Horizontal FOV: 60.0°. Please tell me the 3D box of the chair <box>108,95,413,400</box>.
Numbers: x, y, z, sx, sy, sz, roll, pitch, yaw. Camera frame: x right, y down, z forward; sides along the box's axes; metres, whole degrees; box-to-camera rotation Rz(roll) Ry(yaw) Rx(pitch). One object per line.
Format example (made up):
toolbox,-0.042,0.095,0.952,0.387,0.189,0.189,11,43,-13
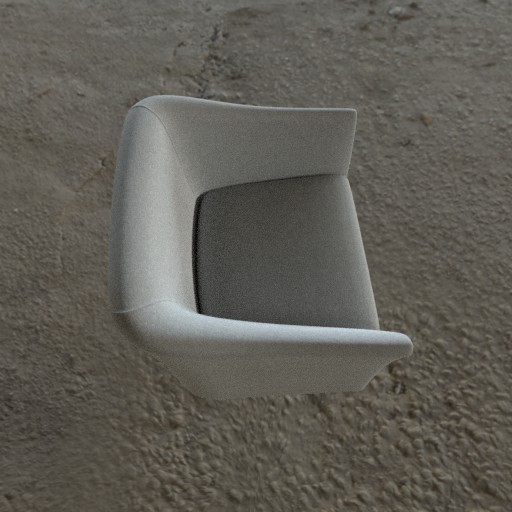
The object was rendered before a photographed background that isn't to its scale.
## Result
chair,0.000,0.000,1.386,0.700,0.720,0.790,-4,62,-2
